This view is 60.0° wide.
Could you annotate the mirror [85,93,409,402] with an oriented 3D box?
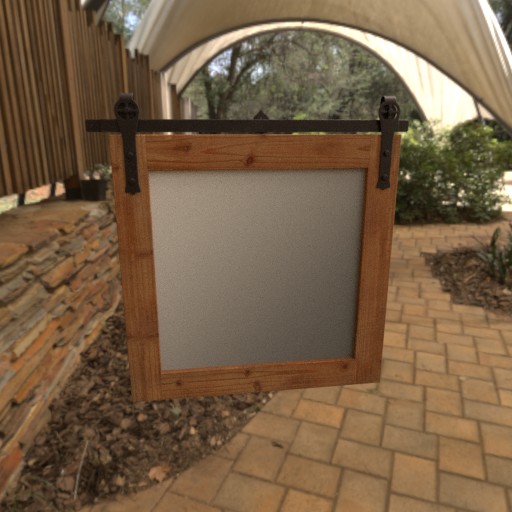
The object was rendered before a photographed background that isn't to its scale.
[{"bbox_3d":[0.000,0.000,1.167,0.805,0.800,0.054,-2,16,-8],"label":"mirror"}]
